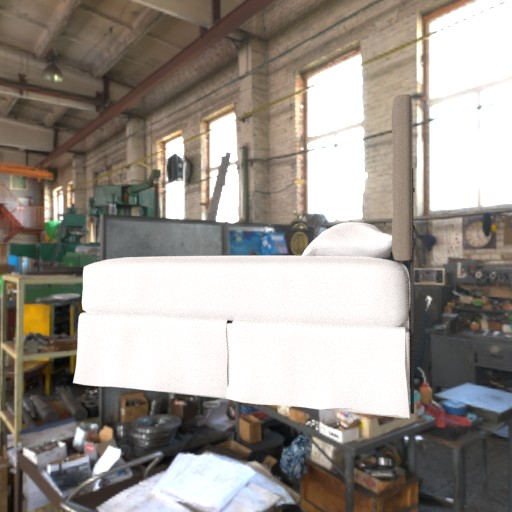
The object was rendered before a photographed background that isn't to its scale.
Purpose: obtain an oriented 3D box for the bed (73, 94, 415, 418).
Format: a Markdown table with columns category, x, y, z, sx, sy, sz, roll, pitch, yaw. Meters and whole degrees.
| category | x | y | z | sx | sy | sz | roll | pitch | yaw |
| --- | --- | --- | --- | --- | --- | --- | --- | --- | --- |
| bed | 0.000 | 0.000 | 2.983 | 1.997 | 1.571 | 1.261 | 0 | -1 | 19 |
